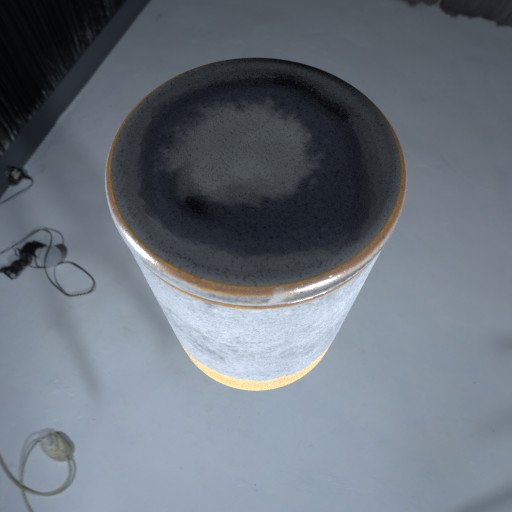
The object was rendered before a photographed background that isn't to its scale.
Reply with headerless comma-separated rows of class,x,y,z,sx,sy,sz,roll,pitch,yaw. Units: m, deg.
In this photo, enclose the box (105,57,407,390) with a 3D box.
box,0.000,0.000,0.245,0.118,0.168,0.118,0,62,0
